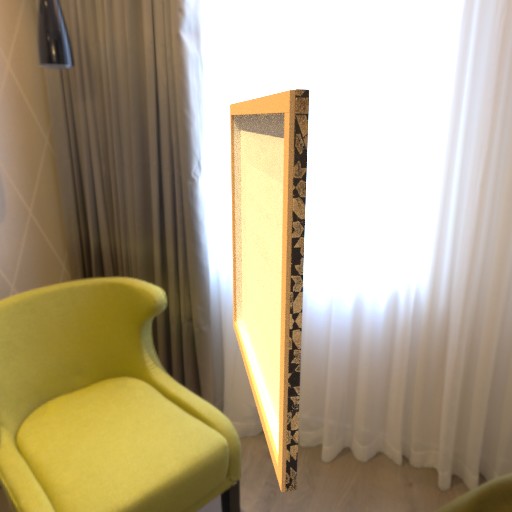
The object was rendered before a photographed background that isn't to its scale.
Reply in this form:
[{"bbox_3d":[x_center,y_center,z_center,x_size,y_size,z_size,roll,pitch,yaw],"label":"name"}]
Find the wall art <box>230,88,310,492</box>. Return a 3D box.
[{"bbox_3d":[0.000,0.000,1.366,0.038,0.914,0.914,-3,18,-10],"label":"wall art"}]
